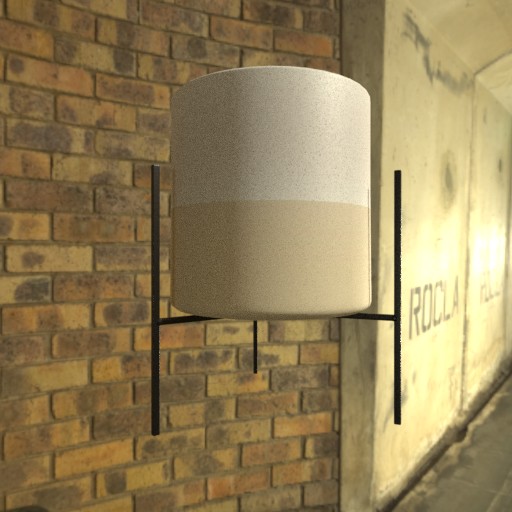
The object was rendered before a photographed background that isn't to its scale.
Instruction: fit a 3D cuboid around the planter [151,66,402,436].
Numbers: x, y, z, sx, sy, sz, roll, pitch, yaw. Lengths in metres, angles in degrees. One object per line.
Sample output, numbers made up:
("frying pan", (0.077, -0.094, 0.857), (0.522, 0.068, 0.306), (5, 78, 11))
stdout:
("planter", (0.000, 0.000, 0.546), (0.263, 0.362, 0.267), (0, 0, -19))
